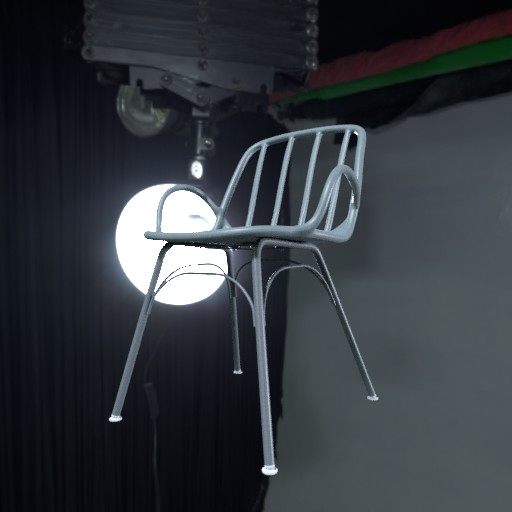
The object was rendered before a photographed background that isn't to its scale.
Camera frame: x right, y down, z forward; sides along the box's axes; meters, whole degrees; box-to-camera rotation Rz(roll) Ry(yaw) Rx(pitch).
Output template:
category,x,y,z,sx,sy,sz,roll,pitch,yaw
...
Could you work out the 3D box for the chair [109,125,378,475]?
category,x,y,z,sx,sy,sz,roll,pitch,yaw
chair,0.000,0.000,1.205,0.549,0.816,0.597,0,0,35
